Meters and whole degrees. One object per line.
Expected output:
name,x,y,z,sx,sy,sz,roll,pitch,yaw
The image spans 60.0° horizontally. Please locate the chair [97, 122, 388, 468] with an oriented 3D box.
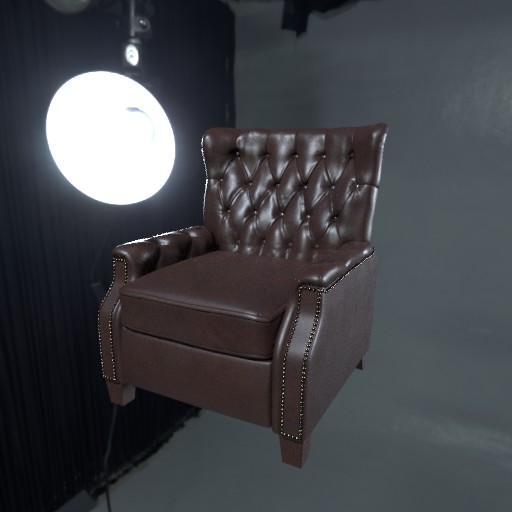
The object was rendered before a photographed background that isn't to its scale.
chair,0.000,0.000,1.479,0.709,0.864,0.823,7,15,27
